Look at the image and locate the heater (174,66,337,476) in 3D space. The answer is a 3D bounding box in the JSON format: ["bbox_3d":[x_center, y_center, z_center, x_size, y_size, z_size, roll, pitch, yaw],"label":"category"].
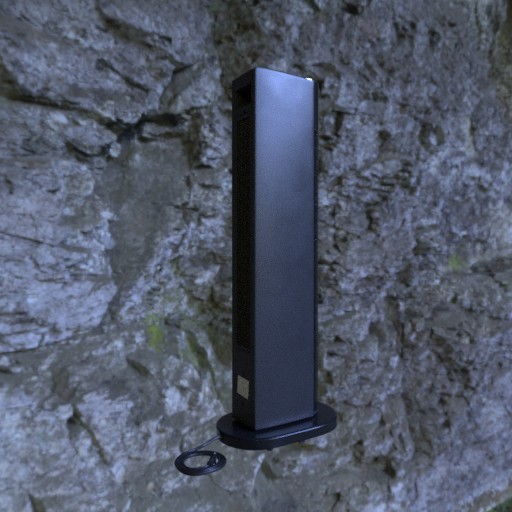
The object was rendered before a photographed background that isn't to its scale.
[{"bbox_3d":[0.000,0.000,1.044,0.458,0.856,0.214,-1,1,-35],"label":"heater"}]
